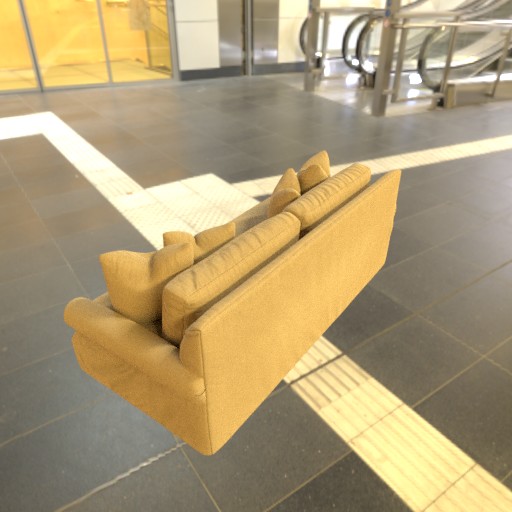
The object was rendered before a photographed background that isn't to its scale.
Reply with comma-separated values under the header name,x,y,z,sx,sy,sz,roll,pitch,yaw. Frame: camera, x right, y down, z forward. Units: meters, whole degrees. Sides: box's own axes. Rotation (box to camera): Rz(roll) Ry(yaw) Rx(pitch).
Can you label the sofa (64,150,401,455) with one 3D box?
name,x,y,z,sx,sy,sz,roll,pitch,yaw
sofa,0.000,0.000,2.880,1.067,0.904,2.285,21,37,30
